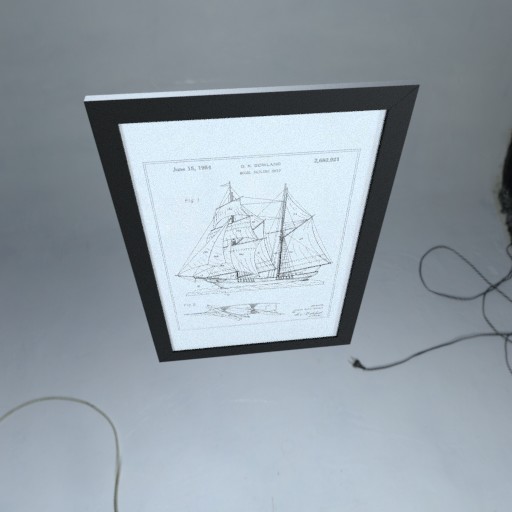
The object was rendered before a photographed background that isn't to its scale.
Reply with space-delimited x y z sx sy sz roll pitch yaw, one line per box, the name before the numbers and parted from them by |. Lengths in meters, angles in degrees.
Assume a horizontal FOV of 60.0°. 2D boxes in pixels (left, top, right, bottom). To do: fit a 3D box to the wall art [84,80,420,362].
wall art | 0.000 0.000 0.594 0.326 0.459 0.011 -4 45 -4
